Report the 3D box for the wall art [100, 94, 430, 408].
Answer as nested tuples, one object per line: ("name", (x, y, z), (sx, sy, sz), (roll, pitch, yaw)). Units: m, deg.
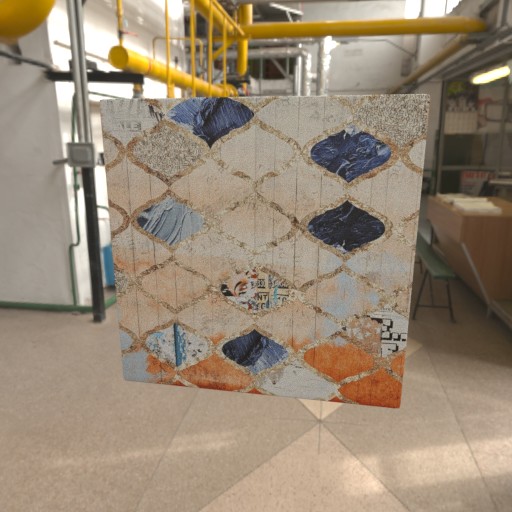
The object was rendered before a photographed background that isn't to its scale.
("wall art", (0.000, 0.000, 0.752), (0.507, 0.508, 0.038), (3, 15, 10))
